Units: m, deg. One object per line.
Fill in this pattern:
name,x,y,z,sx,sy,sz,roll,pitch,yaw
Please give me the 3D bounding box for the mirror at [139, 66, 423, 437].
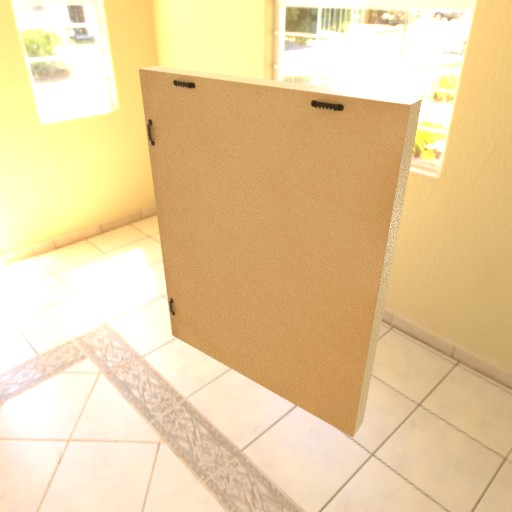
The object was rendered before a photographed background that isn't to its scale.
mirror,0.000,0.000,0.684,0.405,0.508,0.041,21,37,31
